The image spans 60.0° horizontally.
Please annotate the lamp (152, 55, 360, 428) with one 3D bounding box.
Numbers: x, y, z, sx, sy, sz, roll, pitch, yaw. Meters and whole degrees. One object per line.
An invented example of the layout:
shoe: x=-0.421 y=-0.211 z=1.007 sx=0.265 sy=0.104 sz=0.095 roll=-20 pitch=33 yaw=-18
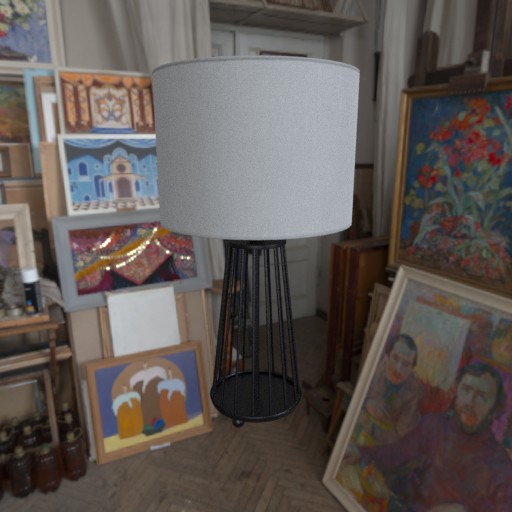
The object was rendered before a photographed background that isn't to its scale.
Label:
lamp: x=0.000 y=0.000 z=0.776 sx=0.322 sy=0.593 sz=0.322 roll=7 pitch=16 yaw=25
